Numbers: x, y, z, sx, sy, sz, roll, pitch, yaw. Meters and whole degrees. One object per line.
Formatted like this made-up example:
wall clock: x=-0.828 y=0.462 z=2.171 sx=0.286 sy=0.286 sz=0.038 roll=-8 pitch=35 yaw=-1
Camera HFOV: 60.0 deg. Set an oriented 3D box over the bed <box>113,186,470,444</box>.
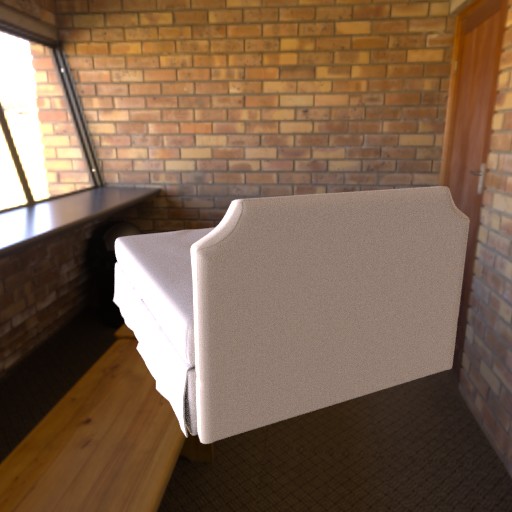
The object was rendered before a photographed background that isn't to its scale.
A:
bed: x=0.000 y=0.000 z=3.591 sx=1.977 sy=1.293 sz=2.498 roll=-7 pitch=17 yaw=-25
